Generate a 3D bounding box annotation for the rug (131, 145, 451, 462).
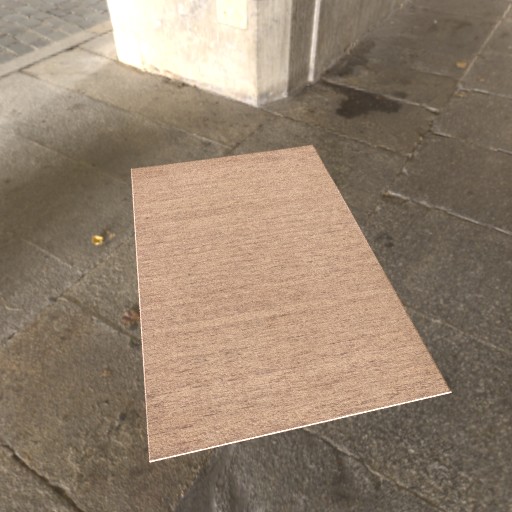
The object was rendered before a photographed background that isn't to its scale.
[{"bbox_3d":[0.000,0.000,2.334,1.225,0.013,1.840,-10,48,-9],"label":"rug"}]
